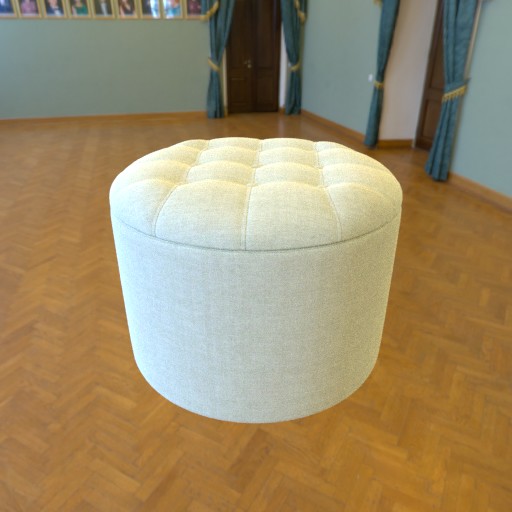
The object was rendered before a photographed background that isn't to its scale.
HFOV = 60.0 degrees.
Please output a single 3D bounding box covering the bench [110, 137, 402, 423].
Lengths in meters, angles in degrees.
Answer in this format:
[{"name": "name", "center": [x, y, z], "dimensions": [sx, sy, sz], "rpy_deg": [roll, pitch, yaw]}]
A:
[{"name": "bench", "center": [0.000, 0.000, 1.015], "dimensions": [0.600, 0.453, 0.600], "rpy_deg": [0, 27, 0]}]
